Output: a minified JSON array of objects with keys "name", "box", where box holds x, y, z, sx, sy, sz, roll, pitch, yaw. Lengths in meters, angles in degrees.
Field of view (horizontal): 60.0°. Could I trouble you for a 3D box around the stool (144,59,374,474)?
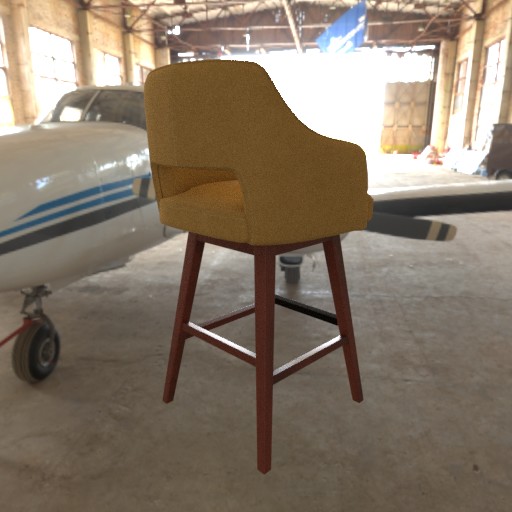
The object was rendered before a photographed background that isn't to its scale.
[{"name":"stool","box":[0.000,0.000,1.322,0.558,1.012,0.548,-15,21,-43]}]
